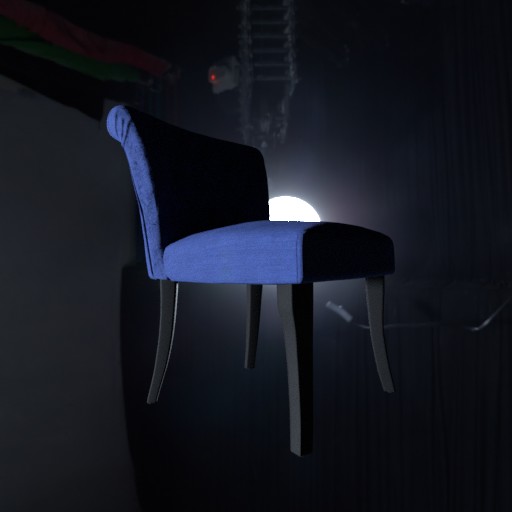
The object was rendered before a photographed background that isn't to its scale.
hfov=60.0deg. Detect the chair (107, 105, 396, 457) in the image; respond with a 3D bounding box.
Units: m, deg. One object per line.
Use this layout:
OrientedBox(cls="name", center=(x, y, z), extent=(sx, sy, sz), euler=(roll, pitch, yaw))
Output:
OrientedBox(cls="chair", center=(0.000, 0.000, 1.194), extent=(0.606, 0.753, 0.585), euler=(0, 0, 36))
